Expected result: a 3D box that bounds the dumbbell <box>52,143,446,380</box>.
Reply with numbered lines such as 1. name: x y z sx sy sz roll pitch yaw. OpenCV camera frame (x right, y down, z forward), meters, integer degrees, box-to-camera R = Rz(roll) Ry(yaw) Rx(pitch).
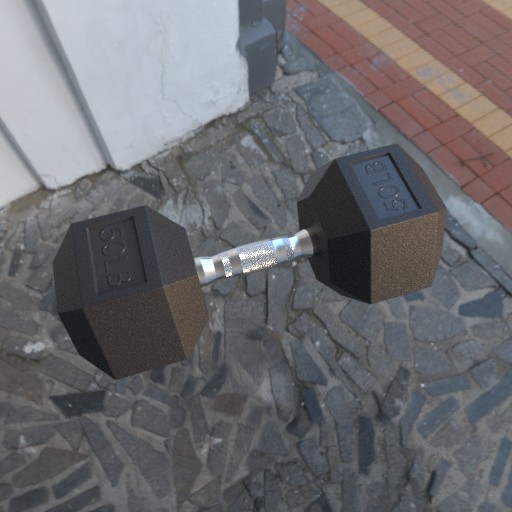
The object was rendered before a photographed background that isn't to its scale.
1. dumbbell: 0.000 0.000 0.470 0.384 0.150 0.173 -15 63 -8
